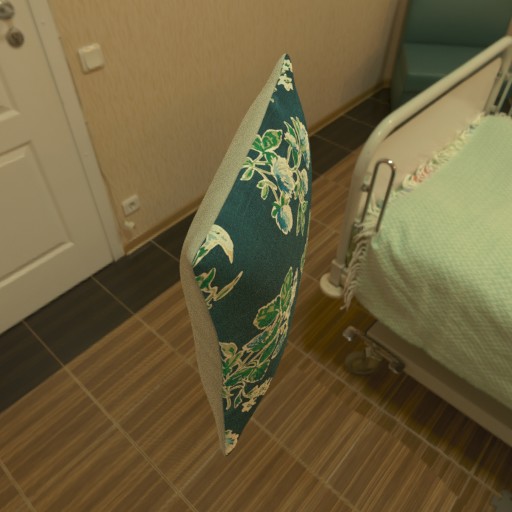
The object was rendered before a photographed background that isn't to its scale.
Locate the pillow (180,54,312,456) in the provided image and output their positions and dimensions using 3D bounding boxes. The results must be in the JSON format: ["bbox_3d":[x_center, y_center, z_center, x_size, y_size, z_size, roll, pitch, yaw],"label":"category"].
[{"bbox_3d":[0.000,0.000,0.792,0.166,0.508,0.525,9,47,9],"label":"pillow"}]
